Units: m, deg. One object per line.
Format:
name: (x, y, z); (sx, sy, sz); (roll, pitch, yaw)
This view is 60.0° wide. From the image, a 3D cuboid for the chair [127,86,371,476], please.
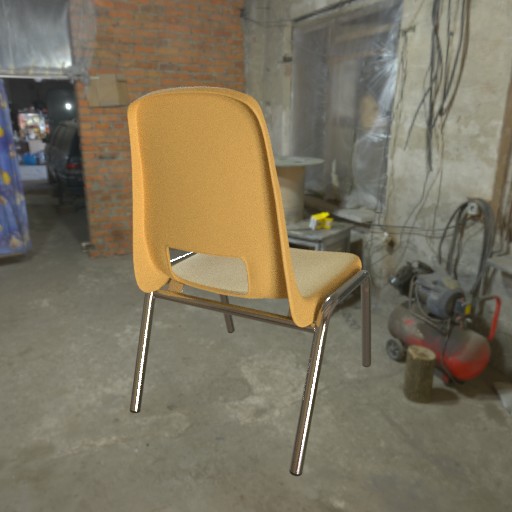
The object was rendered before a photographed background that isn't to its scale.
chair: (0.000, 0.000, 0.783); (0.354, 0.536, 0.385); (9, 19, 27)
